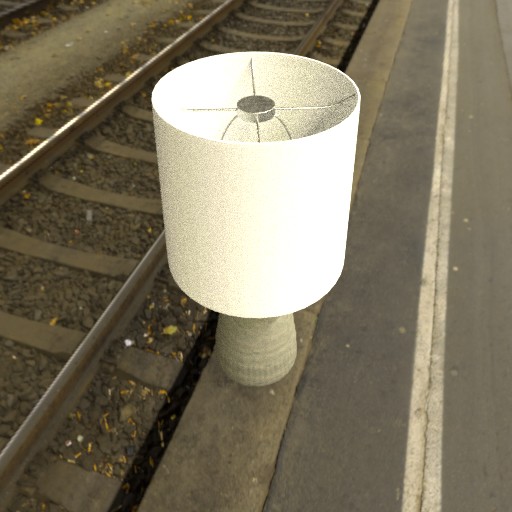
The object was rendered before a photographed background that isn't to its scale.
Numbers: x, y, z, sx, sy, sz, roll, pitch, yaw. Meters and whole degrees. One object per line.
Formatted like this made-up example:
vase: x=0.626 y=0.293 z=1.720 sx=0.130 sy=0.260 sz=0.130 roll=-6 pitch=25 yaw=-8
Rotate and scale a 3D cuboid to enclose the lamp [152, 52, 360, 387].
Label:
lamp: x=0.000 y=0.000 z=0.481 sx=0.186 sy=0.369 sz=0.186 roll=0 pitch=45 yaw=0
